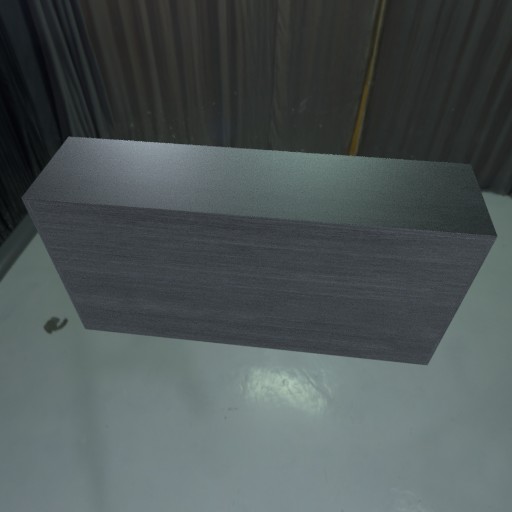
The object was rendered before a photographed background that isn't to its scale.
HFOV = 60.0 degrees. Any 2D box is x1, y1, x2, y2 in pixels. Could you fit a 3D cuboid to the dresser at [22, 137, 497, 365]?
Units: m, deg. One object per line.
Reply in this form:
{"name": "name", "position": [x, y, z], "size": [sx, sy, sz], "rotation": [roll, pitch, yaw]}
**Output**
{"name": "dresser", "position": [0.000, 0.000, 1.894], "size": [1.590, 0.795, 0.400], "rotation": [5, 46, 5]}
